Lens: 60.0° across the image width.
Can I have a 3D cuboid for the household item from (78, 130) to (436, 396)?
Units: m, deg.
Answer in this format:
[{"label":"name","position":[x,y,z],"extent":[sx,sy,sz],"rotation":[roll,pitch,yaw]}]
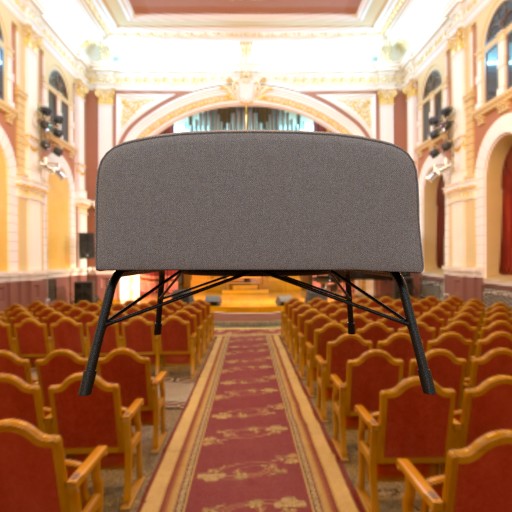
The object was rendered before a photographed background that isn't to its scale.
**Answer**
[{"label":"household item","position":[0.000,0.000,0.913],"extent":[0.530,0.410,0.530],"rotation":[0,0,-1]}]
